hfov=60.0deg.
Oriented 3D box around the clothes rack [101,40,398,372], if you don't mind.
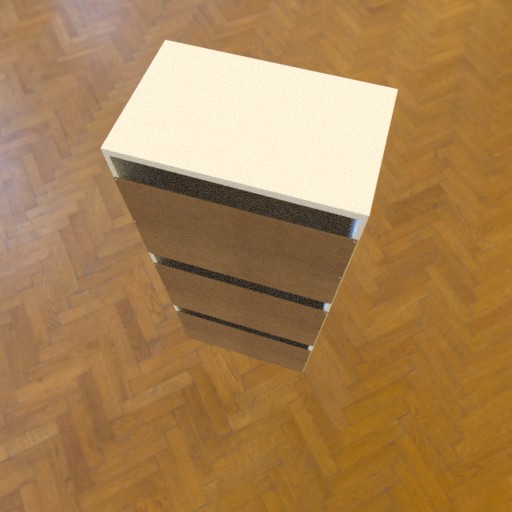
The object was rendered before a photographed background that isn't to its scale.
[{"bbox_3d":[0.000,0.000,1.379,0.500,1.187,0.331,15,64,8],"label":"clothes rack"}]
